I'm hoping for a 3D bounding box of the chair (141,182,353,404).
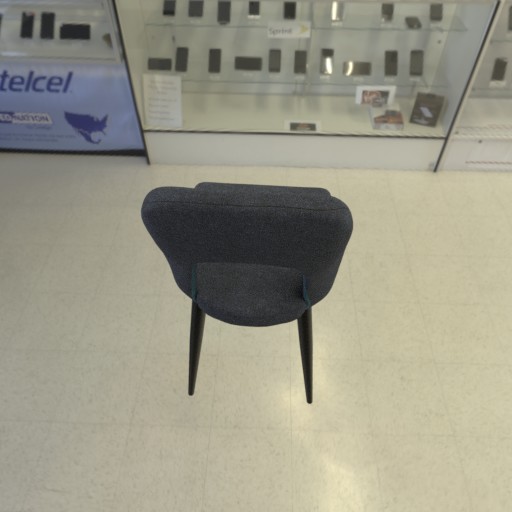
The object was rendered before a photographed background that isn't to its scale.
[{"bbox_3d":[0.000,0.000,1.296,0.470,0.931,0.612,3,48,3],"label":"chair"}]
